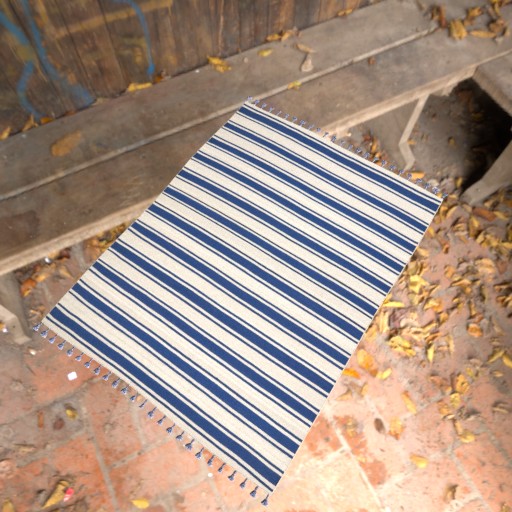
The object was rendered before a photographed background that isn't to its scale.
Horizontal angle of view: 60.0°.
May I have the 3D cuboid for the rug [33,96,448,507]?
[{"bbox_3d":[0.000,0.000,4.226,2.471,0.016,3.416,31,68,14],"label":"rug"}]
